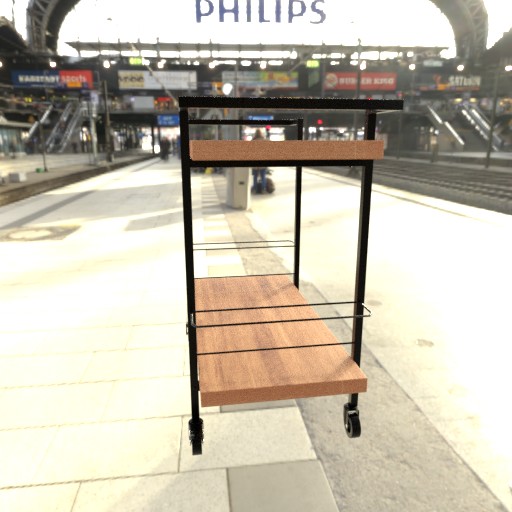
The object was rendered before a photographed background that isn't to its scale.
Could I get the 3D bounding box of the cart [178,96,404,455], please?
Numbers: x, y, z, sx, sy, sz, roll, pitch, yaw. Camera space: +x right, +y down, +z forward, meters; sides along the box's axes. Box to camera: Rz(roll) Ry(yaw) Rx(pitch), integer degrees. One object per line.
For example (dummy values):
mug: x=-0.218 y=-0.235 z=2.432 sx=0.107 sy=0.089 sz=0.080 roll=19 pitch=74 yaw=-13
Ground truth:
cart: x=0.000 y=0.000 z=1.235 sx=0.406 sy=0.762 sz=0.806 roll=-2 pitch=15 yaw=-9
